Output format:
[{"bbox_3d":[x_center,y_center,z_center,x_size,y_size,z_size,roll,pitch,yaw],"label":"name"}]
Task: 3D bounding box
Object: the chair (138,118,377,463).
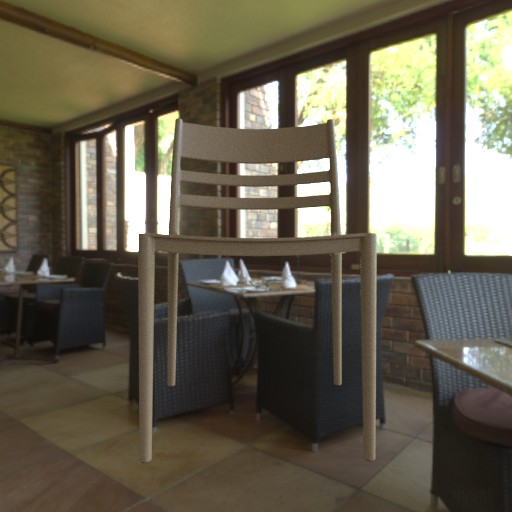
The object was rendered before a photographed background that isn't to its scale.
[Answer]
[{"bbox_3d":[0.000,0.000,1.115,0.531,0.800,0.511,0,1,-1],"label":"chair"}]
